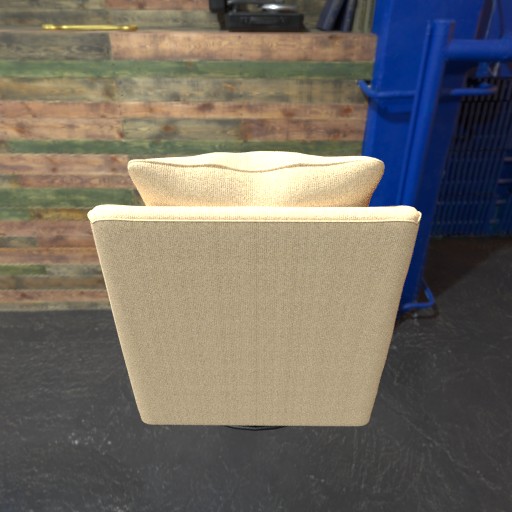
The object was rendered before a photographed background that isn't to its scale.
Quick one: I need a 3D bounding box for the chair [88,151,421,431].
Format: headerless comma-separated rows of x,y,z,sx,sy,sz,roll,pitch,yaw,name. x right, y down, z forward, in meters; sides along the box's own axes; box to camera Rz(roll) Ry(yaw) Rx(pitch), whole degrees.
0.000,0.000,1.516,0.760,0.927,0.876,0,31,0,chair
